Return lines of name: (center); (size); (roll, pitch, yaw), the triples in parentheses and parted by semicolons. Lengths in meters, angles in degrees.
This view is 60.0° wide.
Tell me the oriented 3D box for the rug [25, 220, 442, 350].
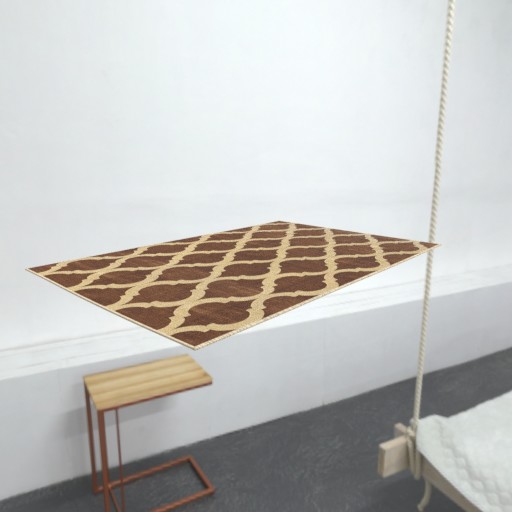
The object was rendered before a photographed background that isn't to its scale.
rug: (0.000, 0.000, 2.841); (1.522, 0.008, 2.284); (13, 19, 41)
